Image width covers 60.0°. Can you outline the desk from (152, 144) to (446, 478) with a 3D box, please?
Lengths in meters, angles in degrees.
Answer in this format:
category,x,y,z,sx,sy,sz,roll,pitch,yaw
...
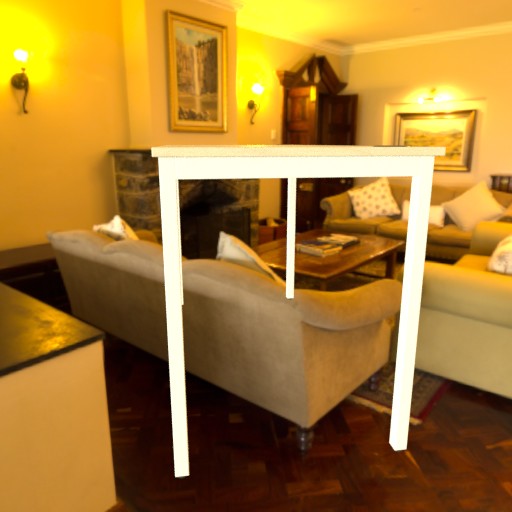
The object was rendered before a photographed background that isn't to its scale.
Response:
category,x,y,z,sx,sy,sz,roll,pitch,yaw
desk,0.000,0.000,1.540,0.600,0.750,1.200,-2,14,-9
